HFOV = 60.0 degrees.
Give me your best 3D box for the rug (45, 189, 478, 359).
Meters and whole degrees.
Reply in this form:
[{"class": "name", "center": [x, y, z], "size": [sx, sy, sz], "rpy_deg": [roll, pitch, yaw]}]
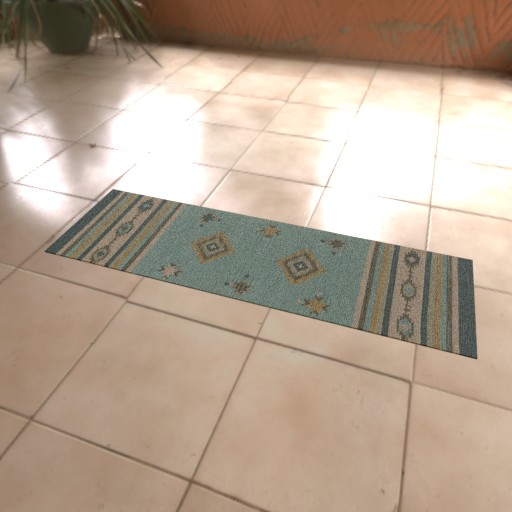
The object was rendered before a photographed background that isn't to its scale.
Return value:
[{"class": "rug", "center": [0.000, 0.000, 2.642], "size": [2.441, 0.010, 0.744], "rpy_deg": [12, 42, 14]}]
